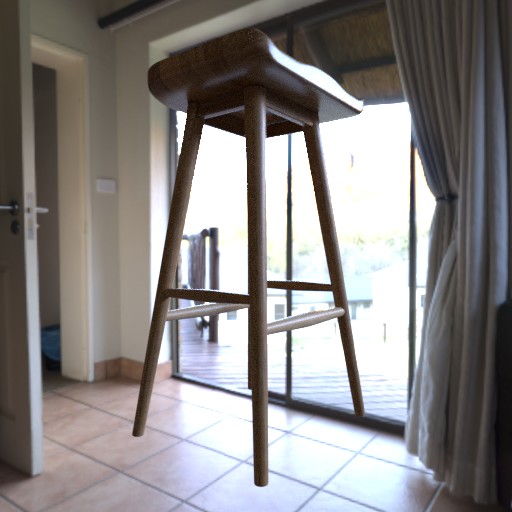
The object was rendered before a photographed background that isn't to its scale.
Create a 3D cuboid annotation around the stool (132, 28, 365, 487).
[{"bbox_3d":[0.000,0.000,0.916,0.322,0.698,0.407,1,1,37],"label":"stool"}]
